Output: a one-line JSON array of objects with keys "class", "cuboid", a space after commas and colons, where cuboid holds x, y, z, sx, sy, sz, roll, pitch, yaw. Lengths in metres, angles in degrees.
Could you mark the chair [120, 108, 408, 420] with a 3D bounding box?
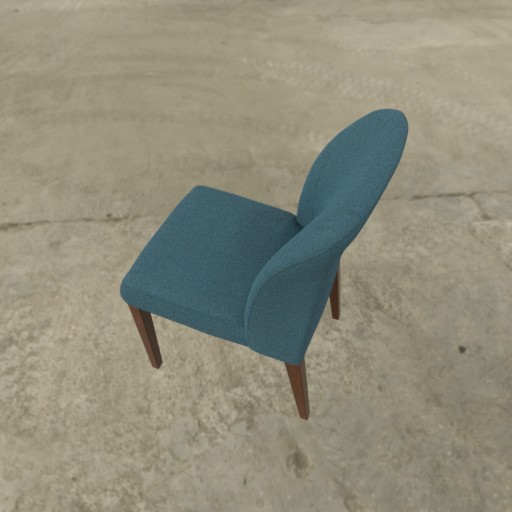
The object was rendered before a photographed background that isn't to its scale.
[{"class": "chair", "cuboid": [0.000, 0.000, 1.249, 0.620, 0.879, 0.507, 15, 49, 14]}]
